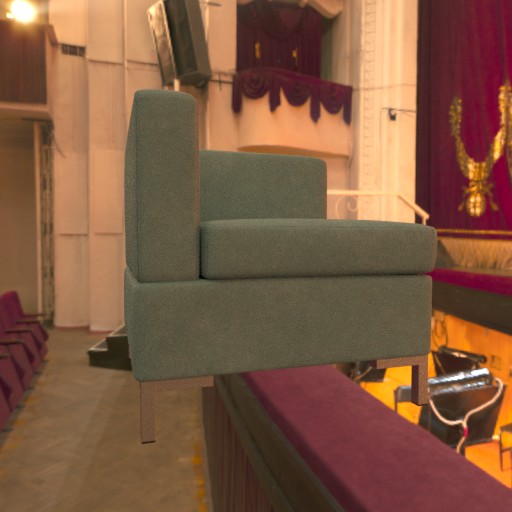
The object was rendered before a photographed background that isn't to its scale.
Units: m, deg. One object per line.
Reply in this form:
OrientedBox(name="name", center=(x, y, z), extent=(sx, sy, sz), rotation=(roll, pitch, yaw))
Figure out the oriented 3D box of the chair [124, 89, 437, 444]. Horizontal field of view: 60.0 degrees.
OrientedBox(name="chair", center=(0.000, 0.000, 1.199), extent=(0.680, 0.660, 0.680), rotation=(-1, 2, -18))
